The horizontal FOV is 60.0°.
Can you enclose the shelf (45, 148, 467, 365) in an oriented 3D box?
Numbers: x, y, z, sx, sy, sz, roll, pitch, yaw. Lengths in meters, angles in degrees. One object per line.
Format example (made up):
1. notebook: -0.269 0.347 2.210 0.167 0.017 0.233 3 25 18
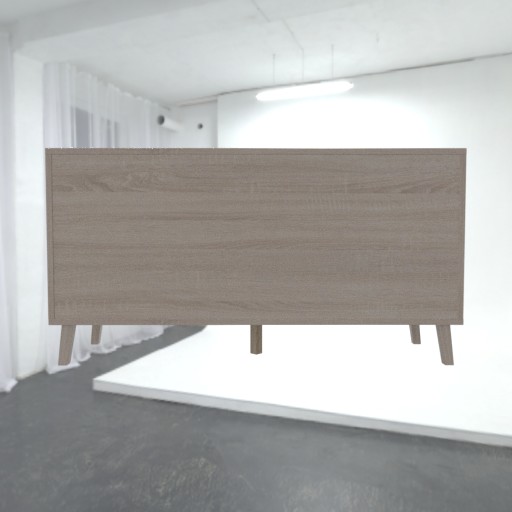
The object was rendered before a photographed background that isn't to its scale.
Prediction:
1. shelf: 0.000 0.000 1.781 1.490 0.780 0.400 0 2 0
